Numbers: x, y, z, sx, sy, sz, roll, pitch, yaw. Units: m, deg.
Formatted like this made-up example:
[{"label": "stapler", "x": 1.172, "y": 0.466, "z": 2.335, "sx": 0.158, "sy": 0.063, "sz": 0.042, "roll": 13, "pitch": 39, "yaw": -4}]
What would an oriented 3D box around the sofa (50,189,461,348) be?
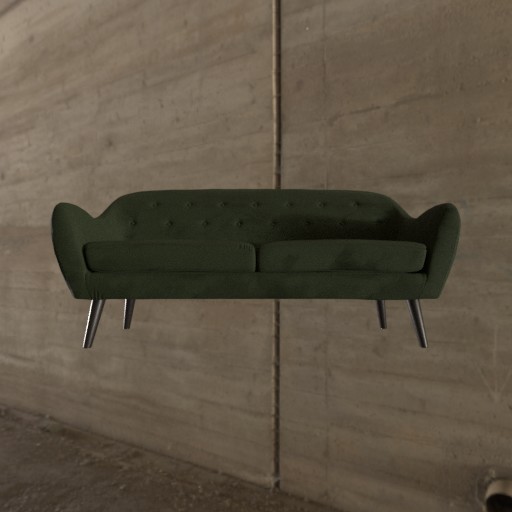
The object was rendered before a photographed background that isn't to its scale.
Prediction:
[{"label": "sofa", "x": 0.000, "y": 0.000, "z": 2.329, "sx": 1.840, "sy": 0.836, "sz": 0.820, "roll": 0, "pitch": -1, "yaw": 0}]
